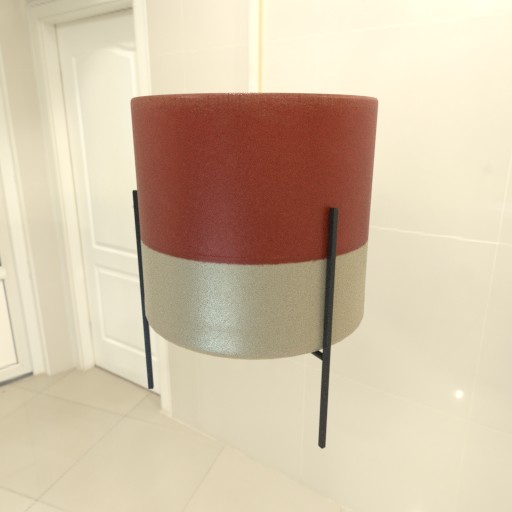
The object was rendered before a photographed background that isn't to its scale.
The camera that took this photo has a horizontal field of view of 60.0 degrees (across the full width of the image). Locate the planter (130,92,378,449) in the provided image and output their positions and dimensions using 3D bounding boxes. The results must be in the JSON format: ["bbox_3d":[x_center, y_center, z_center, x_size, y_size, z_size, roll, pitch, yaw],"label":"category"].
[{"bbox_3d":[0.000,0.000,0.700,0.345,0.465,0.354,9,19,26],"label":"planter"}]
